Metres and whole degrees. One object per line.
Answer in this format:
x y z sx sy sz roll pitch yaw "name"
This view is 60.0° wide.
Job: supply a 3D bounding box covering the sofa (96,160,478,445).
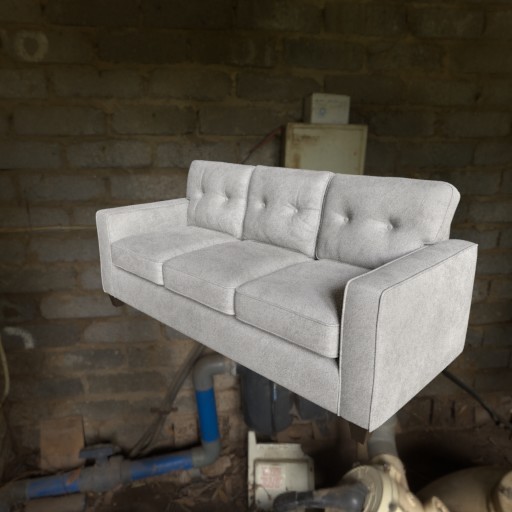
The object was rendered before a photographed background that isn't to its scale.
0.000 0.000 2.569 2.133 0.965 0.939 16 23 42 "sofa"
